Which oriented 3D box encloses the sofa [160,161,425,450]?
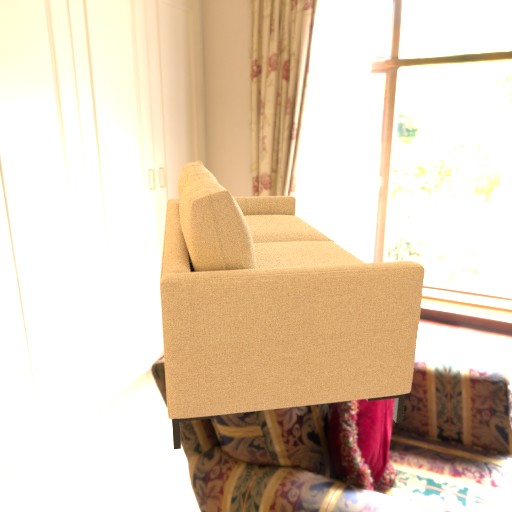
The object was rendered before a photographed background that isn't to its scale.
[{"bbox_3d":[0.000,0.000,2.118,0.839,0.812,1.651,-3,16,-10],"label":"sofa"}]
